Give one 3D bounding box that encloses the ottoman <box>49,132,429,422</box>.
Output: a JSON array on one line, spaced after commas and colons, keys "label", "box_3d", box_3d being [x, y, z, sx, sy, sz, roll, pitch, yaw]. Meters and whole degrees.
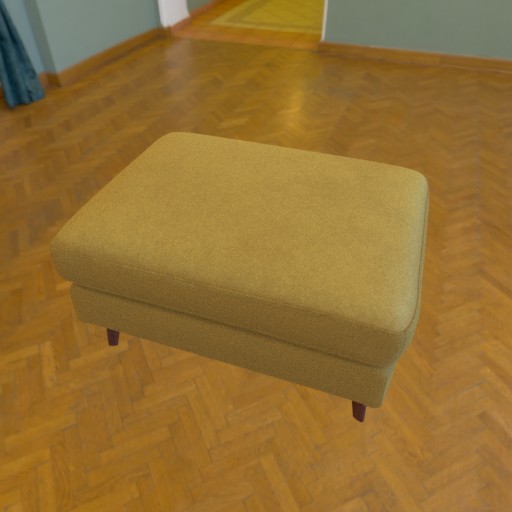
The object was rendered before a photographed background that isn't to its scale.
[{"label": "ottoman", "box_3d": [0.000, 0.000, 1.184, 0.811, 0.449, 0.608, 13, 42, 14]}]
